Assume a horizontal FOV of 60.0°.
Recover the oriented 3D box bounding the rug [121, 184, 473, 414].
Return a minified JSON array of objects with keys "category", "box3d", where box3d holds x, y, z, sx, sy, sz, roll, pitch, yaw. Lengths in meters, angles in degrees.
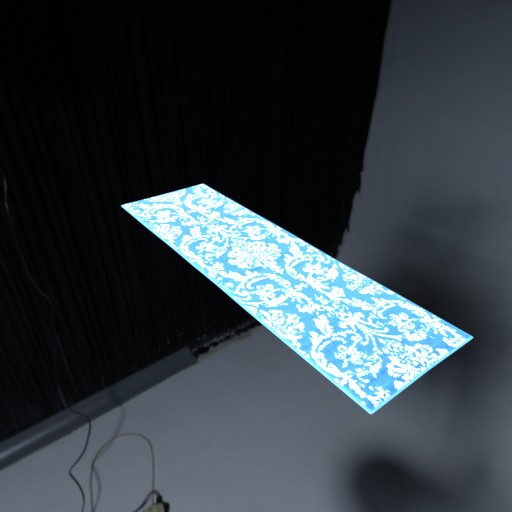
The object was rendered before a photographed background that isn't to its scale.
[{"category":"rug","box3d":[0.000,0.000,2.467,0.662,0.011,2.196,-21,37,-31]}]
